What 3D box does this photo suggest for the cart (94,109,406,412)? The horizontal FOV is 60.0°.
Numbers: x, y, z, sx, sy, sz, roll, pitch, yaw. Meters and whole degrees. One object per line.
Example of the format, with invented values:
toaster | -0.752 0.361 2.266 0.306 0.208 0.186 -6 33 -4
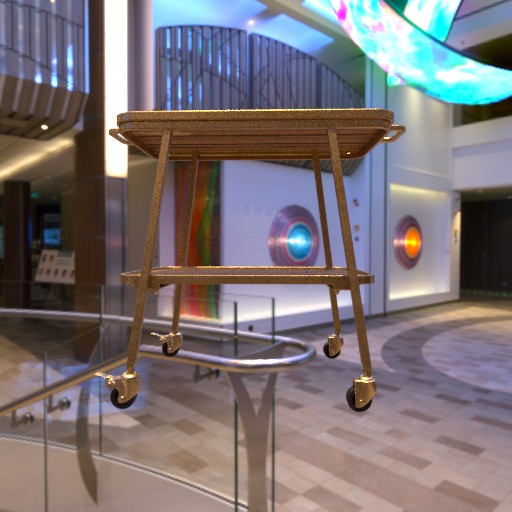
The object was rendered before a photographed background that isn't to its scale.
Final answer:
cart | 0.000 0.000 1.260 0.806 0.700 0.524 0 1 2
